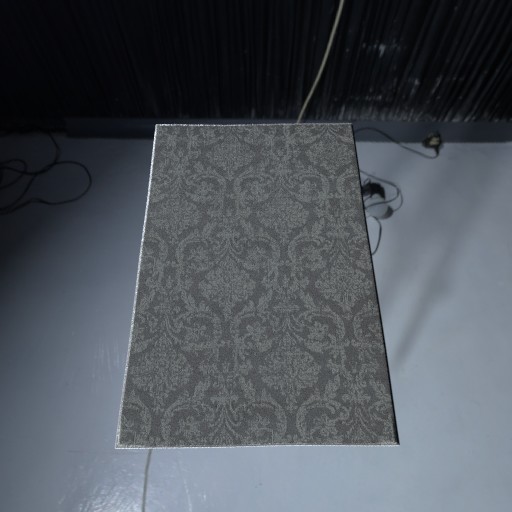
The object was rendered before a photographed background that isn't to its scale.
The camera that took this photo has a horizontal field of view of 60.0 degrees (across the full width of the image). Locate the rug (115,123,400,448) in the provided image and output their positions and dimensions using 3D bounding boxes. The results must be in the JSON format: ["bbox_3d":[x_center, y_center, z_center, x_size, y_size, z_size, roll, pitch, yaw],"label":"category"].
[{"bbox_3d":[0.000,0.000,3.457,1.819,0.018,2.746,0,62,0],"label":"rug"}]
